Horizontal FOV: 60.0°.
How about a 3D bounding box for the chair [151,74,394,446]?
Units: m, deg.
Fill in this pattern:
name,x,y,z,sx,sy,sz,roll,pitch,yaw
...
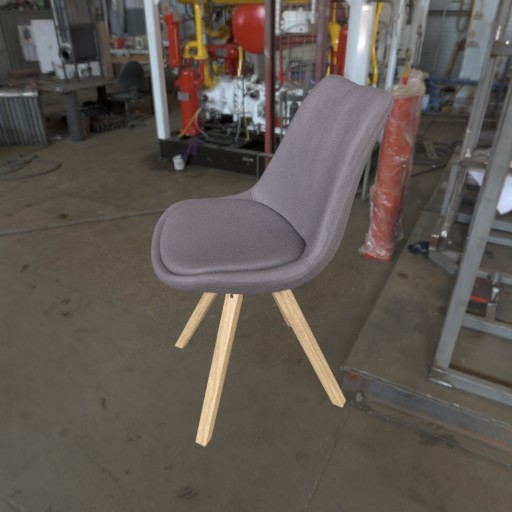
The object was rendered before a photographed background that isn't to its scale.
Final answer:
name,x,y,z,sx,sy,sz,roll,pitch,yaw
chair,0.000,0.000,1.197,0.547,0.865,0.483,-9,31,-15
